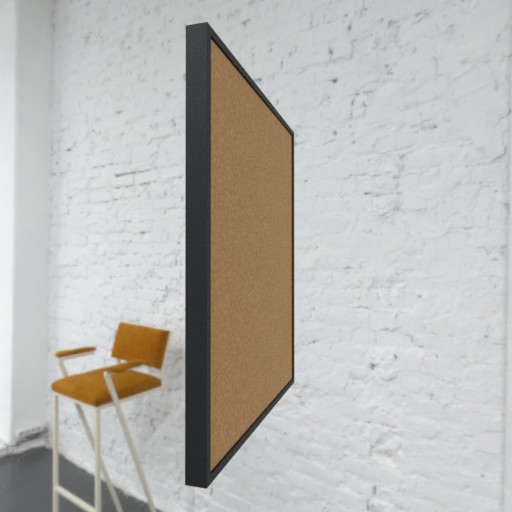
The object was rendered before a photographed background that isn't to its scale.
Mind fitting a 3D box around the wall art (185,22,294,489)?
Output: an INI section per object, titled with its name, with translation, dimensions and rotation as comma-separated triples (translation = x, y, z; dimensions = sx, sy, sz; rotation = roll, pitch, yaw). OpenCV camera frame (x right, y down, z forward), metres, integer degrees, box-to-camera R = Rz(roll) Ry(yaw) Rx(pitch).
[wall art]
translation = 0.000, 0.000, 0.522
dimensions = 0.019, 0.381, 0.330
rotation = 0, -1, 17
